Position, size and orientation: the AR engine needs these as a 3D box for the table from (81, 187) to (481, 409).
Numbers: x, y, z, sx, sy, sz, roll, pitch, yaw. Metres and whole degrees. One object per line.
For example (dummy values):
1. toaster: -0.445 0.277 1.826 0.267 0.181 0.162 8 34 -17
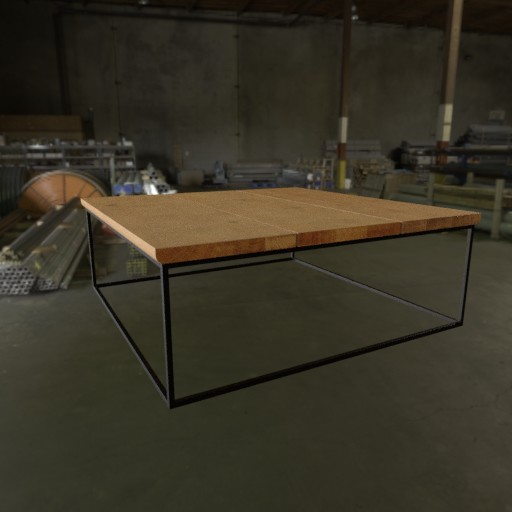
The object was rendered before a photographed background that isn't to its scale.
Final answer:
1. table: 0.000 0.000 1.726 1.100 0.400 1.100 -7 16 -28
